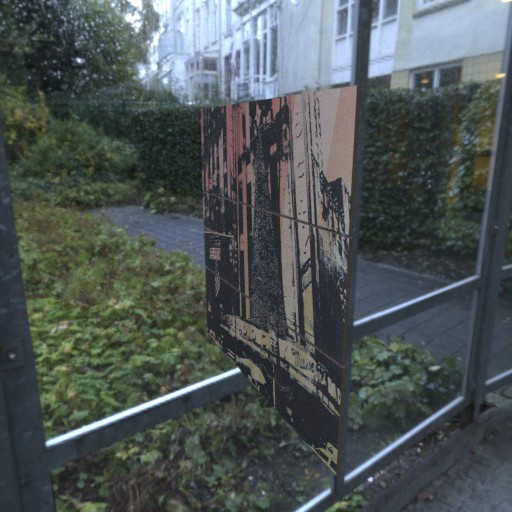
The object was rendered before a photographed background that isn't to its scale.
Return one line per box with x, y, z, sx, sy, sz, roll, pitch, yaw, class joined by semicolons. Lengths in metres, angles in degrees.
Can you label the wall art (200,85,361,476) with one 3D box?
0.000;0.000;1.837;0.013;1.216;1.216;-7;17;-25;wall art
